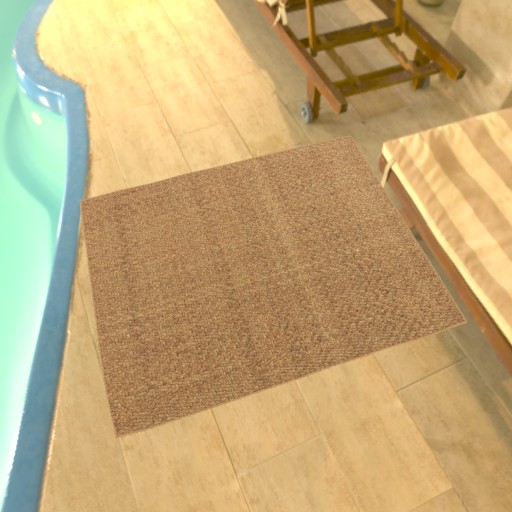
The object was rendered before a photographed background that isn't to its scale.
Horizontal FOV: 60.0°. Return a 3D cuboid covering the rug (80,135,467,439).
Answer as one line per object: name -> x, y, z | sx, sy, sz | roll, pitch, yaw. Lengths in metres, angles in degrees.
rug -> 0.000, 0.000, 4.156 | 3.048, 0.013, 2.439 | -15, 59, -10
